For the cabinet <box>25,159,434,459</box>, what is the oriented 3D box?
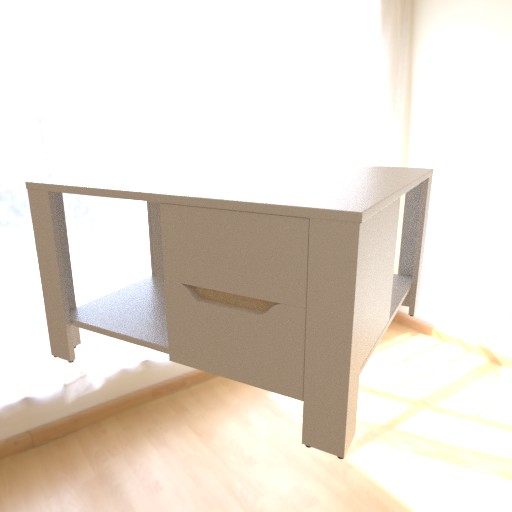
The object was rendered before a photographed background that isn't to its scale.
[{"bbox_3d":[0.000,0.000,1.260,0.800,0.460,0.800,9,19,27],"label":"cabinet"}]
